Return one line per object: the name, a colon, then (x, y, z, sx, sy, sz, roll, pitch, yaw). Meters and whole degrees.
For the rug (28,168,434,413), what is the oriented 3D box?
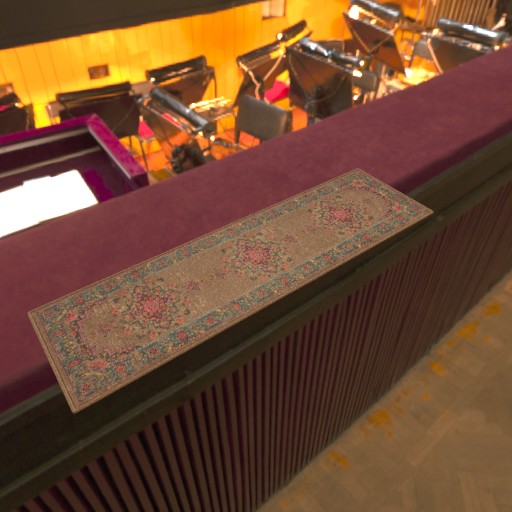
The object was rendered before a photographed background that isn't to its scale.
rug: (0.000, 0.000, 2.474, 2.297, 0.019, 0.659, -26, 48, -26)
